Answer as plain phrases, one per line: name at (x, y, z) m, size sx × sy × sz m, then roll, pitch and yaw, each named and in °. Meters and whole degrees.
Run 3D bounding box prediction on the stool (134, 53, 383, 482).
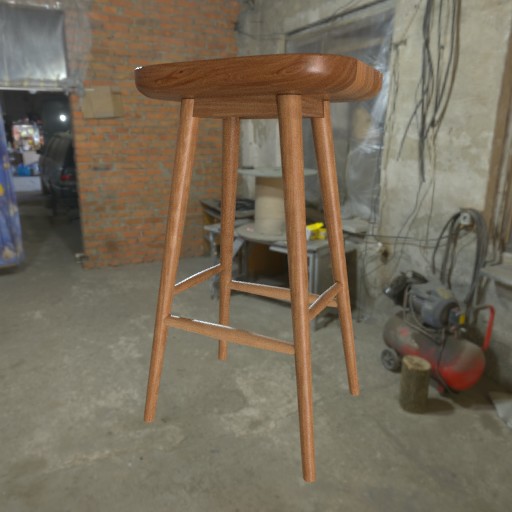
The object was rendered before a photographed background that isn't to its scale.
stool at (0.000, 0.000, 0.903) m, size 0.407 × 0.698 × 0.322 m, roll 8°, pitch 17°, yaw 26°
